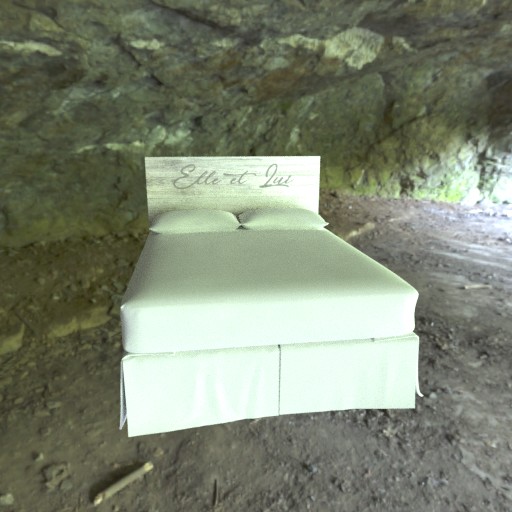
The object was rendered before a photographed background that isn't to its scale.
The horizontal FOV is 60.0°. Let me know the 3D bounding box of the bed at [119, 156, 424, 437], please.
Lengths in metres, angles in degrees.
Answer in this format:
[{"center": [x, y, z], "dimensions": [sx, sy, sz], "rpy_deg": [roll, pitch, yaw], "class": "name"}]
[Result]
[{"center": [0.000, 0.000, 3.224], "dimensions": [1.745, 1.335, 2.094], "rpy_deg": [-2, 15, -8], "class": "bed"}]
